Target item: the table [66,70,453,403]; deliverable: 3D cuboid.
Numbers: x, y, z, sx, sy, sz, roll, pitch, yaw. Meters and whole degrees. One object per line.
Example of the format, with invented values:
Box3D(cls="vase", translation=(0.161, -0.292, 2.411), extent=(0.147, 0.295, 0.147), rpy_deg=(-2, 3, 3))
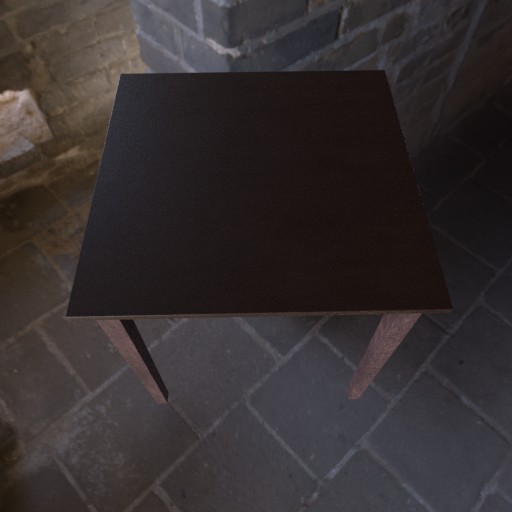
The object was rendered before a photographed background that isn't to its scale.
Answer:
Box3D(cls="table", translation=(0.000, 0.000, 1.380), extent=(0.749, 0.770, 0.749), rpy_deg=(-1, 58, -1))
